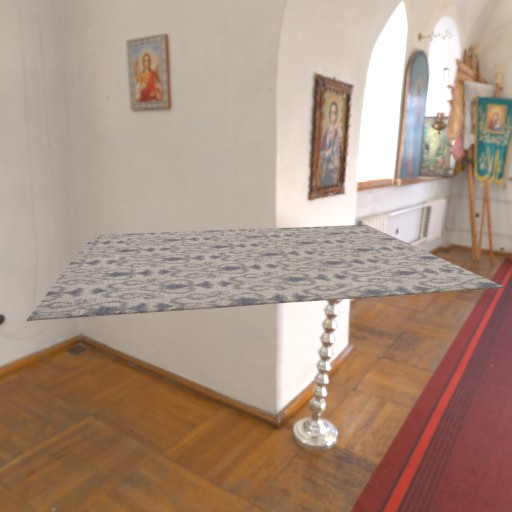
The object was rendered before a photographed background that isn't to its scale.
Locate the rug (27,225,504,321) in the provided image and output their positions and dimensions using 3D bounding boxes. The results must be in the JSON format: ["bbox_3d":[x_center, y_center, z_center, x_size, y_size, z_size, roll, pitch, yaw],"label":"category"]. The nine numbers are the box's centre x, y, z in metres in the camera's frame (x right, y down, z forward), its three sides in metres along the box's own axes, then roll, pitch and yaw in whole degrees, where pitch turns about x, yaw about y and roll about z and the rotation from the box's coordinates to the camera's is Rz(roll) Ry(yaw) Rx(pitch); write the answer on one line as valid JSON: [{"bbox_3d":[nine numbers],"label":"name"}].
[{"bbox_3d":[0.000,0.000,2.835,2.261,0.013,1.676,-3,15,-10],"label":"rug"}]
